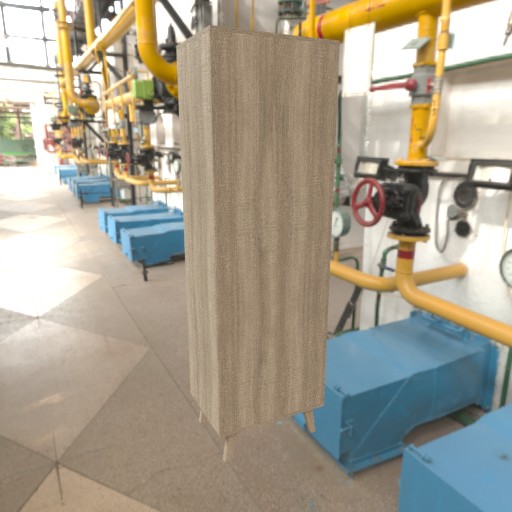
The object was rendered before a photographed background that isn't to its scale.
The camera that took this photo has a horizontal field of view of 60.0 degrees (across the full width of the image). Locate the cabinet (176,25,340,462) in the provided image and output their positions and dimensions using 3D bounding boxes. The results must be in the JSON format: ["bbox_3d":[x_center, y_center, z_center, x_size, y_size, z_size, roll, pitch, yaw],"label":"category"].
[{"bbox_3d":[0.000,0.000,2.100,0.570,1.850,0.400,-7,16,-26],"label":"cabinet"}]
